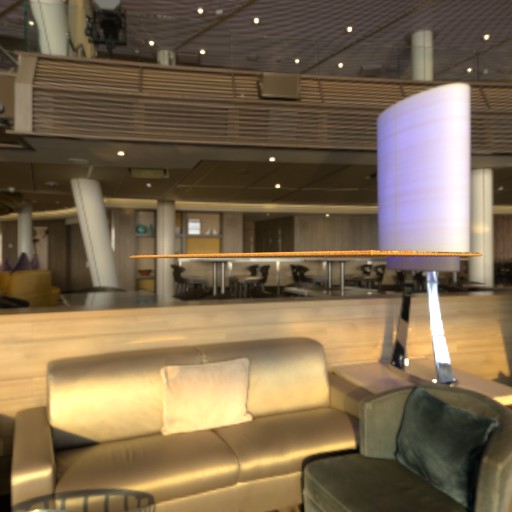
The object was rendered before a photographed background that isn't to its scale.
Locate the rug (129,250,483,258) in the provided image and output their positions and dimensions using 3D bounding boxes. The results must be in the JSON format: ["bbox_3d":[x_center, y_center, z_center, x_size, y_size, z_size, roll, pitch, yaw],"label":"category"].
[{"bbox_3d":[0.000,0.000,2.048,0.556,0.013,1.820,0,-1,-35],"label":"rug"}]
